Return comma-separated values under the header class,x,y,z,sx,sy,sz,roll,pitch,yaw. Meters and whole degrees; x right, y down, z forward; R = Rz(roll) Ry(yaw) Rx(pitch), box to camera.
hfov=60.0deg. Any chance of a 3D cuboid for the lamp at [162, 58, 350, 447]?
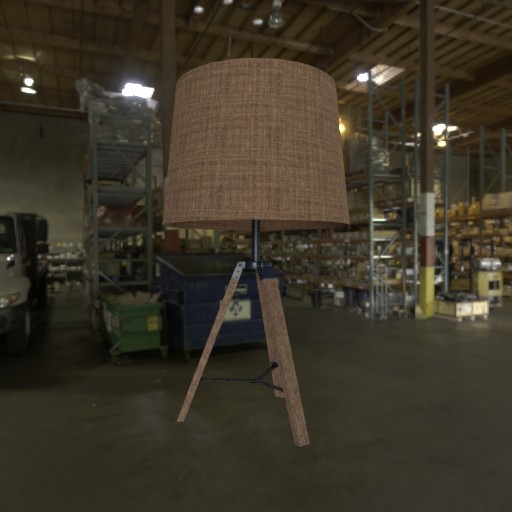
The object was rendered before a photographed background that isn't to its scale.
class,x,y,z,sx,sy,sz,roll,pitch,yaw
lamp,0.000,0.000,0.699,0.290,0.514,0.290,0,1,0
